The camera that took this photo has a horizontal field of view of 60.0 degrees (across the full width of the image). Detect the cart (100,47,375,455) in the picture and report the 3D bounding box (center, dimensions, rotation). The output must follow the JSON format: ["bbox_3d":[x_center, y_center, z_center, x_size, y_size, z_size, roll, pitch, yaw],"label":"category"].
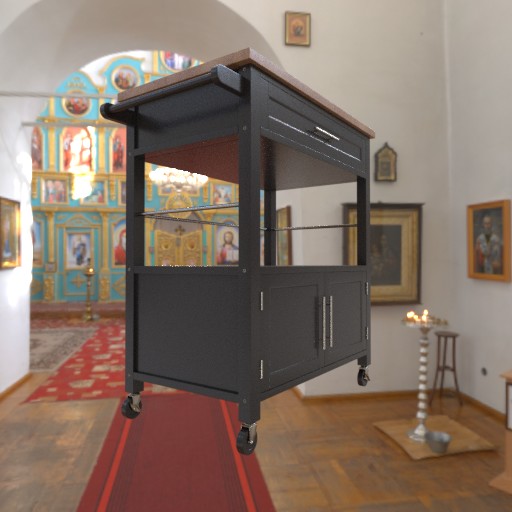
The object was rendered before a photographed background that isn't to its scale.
[{"bbox_3d":[0.000,0.000,1.373,0.459,0.901,0.840,-1,-1,35],"label":"cart"}]
